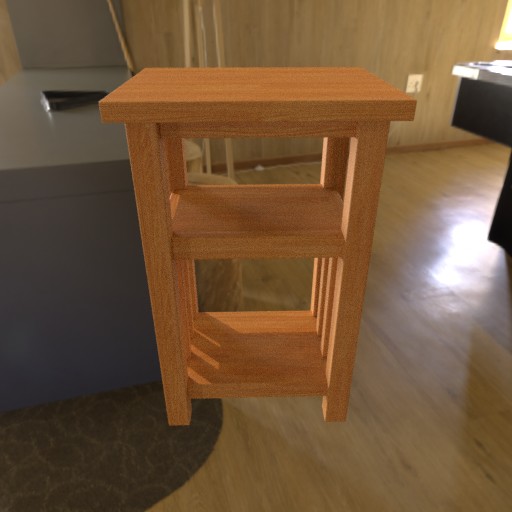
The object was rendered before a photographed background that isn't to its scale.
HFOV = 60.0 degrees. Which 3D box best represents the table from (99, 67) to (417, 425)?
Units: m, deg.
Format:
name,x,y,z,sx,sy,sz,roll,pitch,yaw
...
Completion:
name,x,y,z,sx,sy,sz,roll,pitch,yaw
table,0.000,0.000,0.740,0.350,0.550,0.270,-1,30,-1
